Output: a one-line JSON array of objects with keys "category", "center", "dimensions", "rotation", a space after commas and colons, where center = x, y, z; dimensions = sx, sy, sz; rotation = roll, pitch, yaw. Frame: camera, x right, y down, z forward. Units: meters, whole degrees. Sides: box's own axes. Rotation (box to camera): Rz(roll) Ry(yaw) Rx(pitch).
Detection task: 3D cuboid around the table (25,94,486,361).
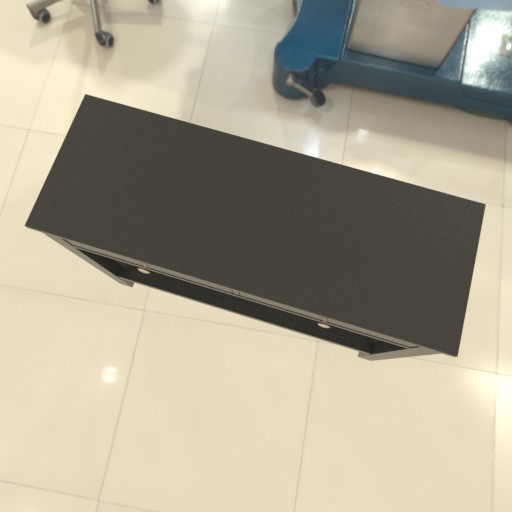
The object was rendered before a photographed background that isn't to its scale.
[{"category": "table", "center": [0.000, 0.000, 1.451], "dimensions": [1.068, 0.753, 0.397], "rotation": [16, 76, 4]}]
